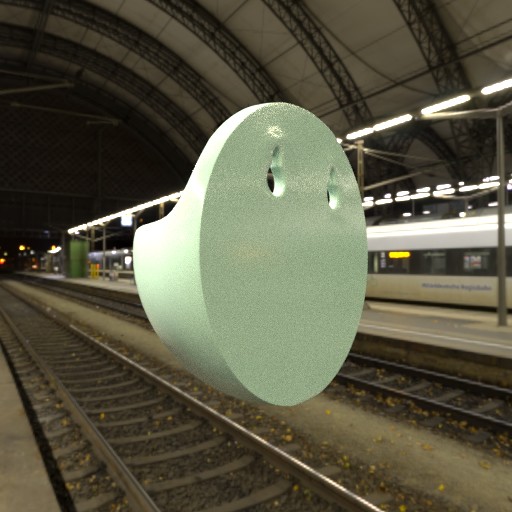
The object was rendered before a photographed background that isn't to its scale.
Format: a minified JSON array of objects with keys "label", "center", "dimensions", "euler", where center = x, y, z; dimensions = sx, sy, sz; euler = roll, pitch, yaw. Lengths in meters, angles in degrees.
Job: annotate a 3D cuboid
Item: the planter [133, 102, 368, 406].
[{"label":"planter","center":[0.000,0.000,0.269],"dimensions":[0.073,0.164,0.189],"euler":[-1,-1,36]}]
